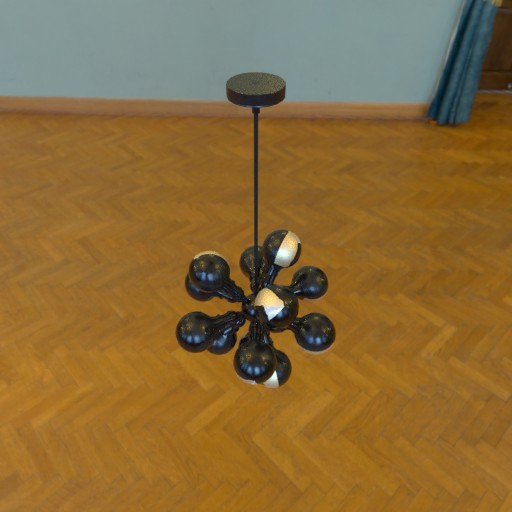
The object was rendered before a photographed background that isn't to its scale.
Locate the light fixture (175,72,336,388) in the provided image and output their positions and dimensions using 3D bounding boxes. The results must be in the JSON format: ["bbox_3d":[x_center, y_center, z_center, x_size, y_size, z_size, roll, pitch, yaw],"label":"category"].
[{"bbox_3d":[0.000,0.000,1.104,0.420,0.859,0.468,1,42,1],"label":"light fixture"}]
